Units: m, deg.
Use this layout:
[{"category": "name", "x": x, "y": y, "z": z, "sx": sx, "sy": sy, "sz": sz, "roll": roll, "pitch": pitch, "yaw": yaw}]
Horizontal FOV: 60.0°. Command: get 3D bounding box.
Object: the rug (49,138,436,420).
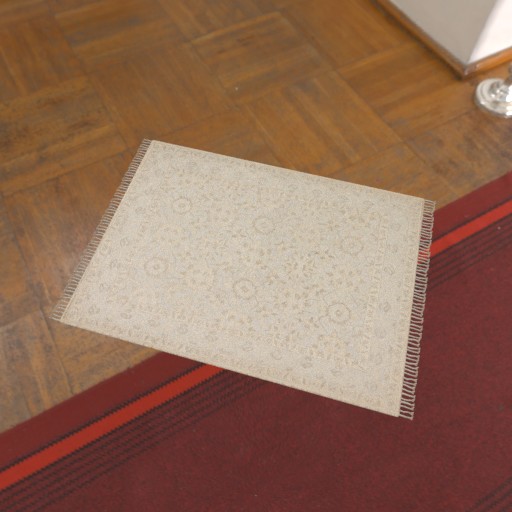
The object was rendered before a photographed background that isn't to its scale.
[{"category": "rug", "x": 0.000, "y": 0.000, "z": 2.345, "sx": 1.771, "sy": 0.015, "sz": 1.223, "roll": 14, "pitch": 62, "yaw": 7}]
